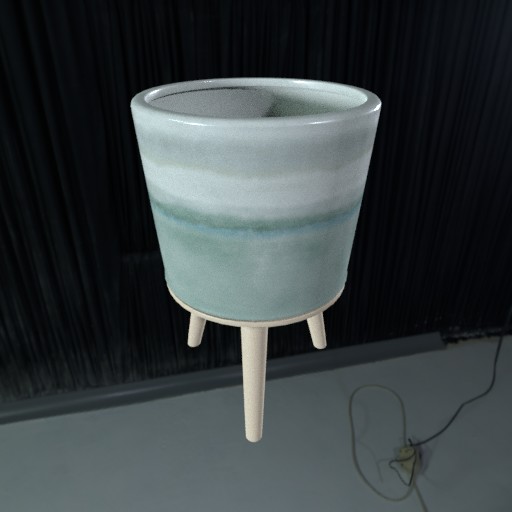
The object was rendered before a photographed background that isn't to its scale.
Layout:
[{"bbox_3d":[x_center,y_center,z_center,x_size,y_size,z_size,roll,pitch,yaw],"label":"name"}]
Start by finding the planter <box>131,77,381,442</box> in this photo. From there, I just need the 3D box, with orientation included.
[{"bbox_3d":[0.000,0.000,0.579,0.265,0.404,0.265,-8,30,-14],"label":"planter"}]
